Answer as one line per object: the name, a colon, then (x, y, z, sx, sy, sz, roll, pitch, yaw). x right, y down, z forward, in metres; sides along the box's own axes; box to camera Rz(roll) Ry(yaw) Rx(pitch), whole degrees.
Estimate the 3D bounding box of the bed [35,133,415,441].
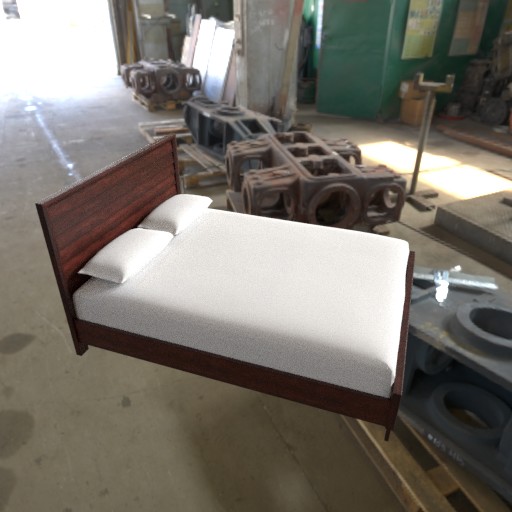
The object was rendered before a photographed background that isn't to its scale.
bed: (0.000, 0.000, 4.071, 2.803, 1.492, 2.040, 10, 32, 17)
